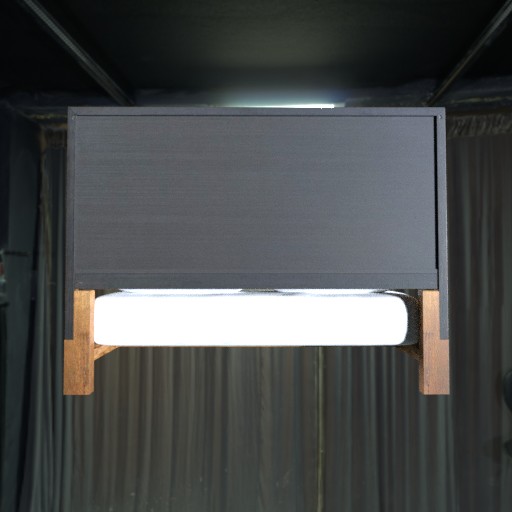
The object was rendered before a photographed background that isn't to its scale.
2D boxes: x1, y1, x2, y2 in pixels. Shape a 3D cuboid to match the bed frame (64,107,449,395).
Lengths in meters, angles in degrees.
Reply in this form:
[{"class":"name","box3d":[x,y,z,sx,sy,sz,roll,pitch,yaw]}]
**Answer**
[{"class":"bed frame","box3d":[0.000,0.000,3.483,2.038,1.537,2.235,0,-2,0]}]
